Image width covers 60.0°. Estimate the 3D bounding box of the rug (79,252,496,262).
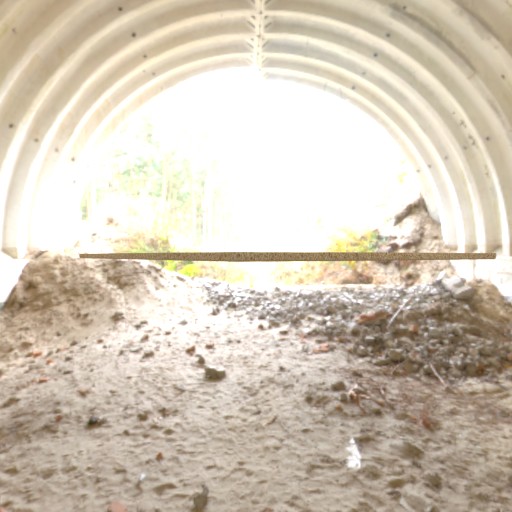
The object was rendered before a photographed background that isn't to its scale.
[{"bbox_3d":[0.000,0.000,2.047,1.199,0.025,1.600,0,0,-35],"label":"rug"}]
